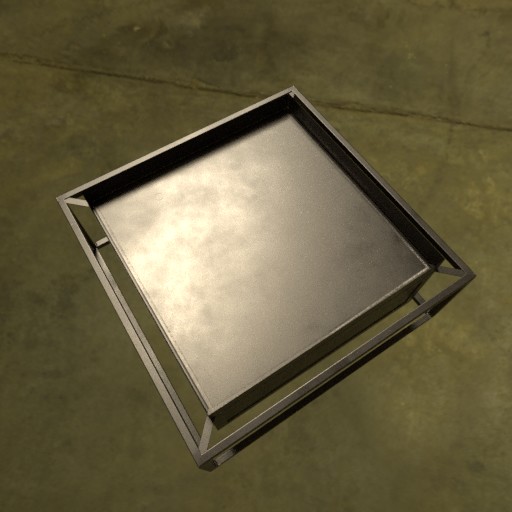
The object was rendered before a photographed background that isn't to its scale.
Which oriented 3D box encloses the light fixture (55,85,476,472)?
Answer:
[{"bbox_3d":[0.000,0.000,0.701,0.441,0.191,0.441,-30,67,-14],"label":"light fixture"}]
